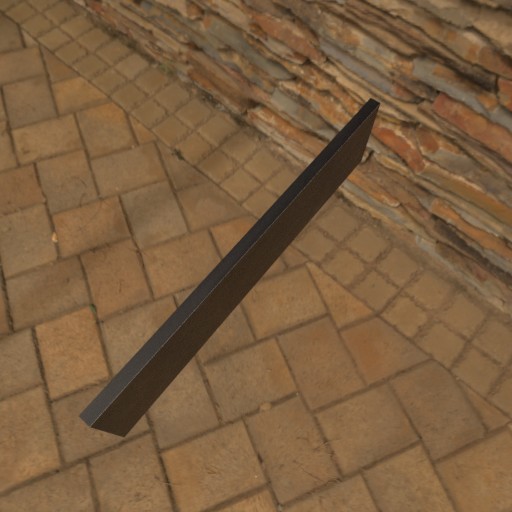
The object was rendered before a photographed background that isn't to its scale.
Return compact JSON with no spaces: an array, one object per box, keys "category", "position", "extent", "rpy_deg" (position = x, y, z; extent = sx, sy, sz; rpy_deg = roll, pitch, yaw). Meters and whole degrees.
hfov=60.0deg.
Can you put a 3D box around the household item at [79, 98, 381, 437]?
[{"category":"household item","position":[0.000,0.000,1.080],"extent":[0.030,0.236,1.001],"rpy_deg":[35,69,16]}]
